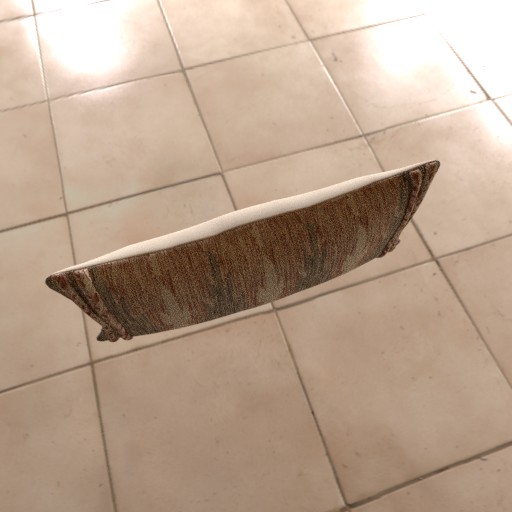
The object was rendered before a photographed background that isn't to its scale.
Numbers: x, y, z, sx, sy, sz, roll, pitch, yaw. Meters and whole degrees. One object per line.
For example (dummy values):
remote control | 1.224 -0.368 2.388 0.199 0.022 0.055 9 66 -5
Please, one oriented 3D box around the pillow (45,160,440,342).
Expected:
pillow | 0.000 0.000 0.765 0.635 0.282 0.139 -17 64 -9
